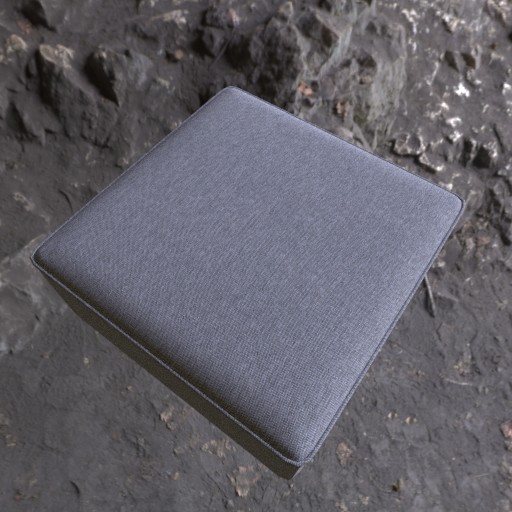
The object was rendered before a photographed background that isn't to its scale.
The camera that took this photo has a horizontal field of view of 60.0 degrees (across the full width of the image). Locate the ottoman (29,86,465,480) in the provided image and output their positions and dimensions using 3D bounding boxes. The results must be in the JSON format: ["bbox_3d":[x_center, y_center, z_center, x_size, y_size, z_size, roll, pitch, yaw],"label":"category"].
[{"bbox_3d":[0.000,0.000,1.536,1.005,0.455,1.005,32,64,18],"label":"ottoman"}]
